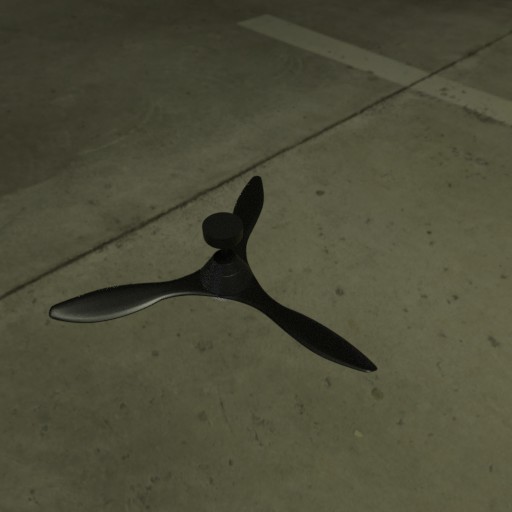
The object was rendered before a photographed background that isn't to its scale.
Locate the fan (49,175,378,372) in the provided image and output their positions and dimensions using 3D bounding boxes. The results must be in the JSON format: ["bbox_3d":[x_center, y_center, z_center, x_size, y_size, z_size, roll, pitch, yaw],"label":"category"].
[{"bbox_3d":[0.000,0.000,1.614,1.067,0.305,1.067,22,49,20],"label":"fan"}]
